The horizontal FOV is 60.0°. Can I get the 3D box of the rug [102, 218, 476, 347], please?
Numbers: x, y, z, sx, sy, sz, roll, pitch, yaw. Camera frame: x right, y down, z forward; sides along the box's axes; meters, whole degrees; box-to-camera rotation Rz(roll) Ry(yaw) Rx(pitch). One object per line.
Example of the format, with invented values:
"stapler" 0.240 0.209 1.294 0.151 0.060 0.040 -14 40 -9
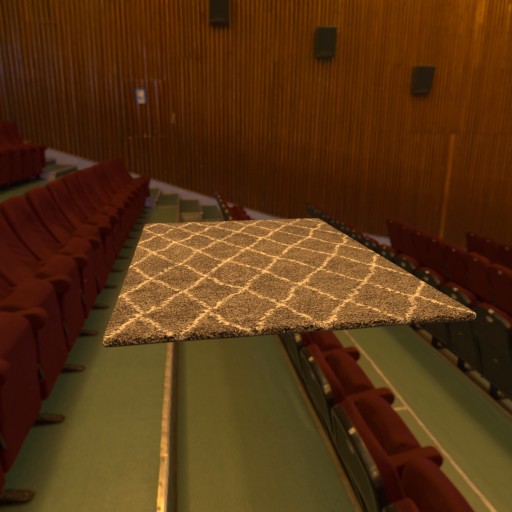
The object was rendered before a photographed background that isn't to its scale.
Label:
"rug" 0.000 0.000 2.241 1.219 0.030 1.778 -3 16 -9
